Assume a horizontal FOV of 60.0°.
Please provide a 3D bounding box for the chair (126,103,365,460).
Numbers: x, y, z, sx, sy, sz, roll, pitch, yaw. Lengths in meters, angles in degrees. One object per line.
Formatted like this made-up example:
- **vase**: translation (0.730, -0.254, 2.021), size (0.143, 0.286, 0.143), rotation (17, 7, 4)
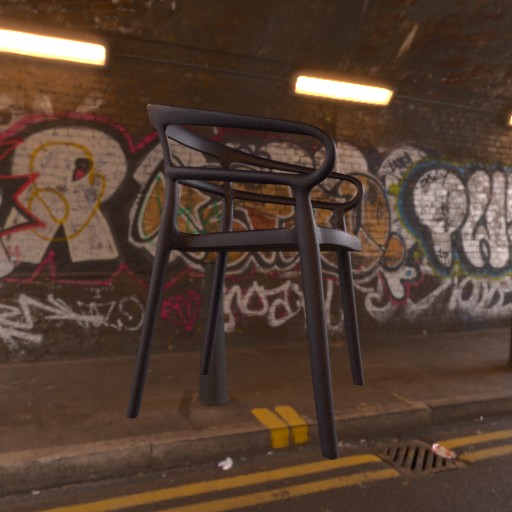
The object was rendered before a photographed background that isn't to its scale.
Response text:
- **chair**: translation (0.000, 0.000, 1.144), size (0.527, 0.761, 0.559), rotation (0, 0, 19)
